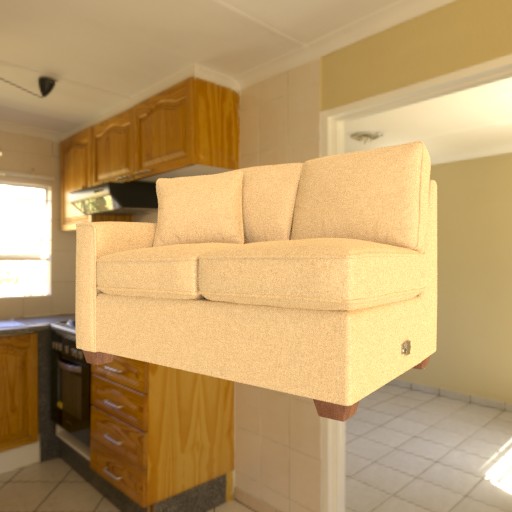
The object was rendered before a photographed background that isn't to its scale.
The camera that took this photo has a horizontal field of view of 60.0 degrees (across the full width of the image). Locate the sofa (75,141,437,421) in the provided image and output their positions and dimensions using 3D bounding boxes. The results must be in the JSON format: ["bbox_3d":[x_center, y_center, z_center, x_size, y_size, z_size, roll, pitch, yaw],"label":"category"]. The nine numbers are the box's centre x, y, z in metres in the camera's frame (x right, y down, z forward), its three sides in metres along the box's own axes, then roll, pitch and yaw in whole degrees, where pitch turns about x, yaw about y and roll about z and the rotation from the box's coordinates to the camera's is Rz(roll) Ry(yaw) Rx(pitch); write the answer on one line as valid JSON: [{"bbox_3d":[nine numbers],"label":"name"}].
[{"bbox_3d":[0.000,0.000,2.019,1.388,0.989,0.991,0,0,36],"label":"sofa"}]
